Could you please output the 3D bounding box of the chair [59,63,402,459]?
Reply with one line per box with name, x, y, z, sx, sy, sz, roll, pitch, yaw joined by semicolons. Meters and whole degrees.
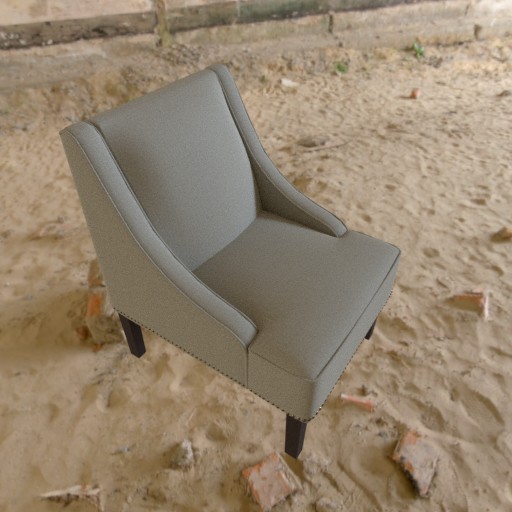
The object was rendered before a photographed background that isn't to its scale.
chair;0.000;0.000;1.348;0.737;0.864;0.610;24;46;25
